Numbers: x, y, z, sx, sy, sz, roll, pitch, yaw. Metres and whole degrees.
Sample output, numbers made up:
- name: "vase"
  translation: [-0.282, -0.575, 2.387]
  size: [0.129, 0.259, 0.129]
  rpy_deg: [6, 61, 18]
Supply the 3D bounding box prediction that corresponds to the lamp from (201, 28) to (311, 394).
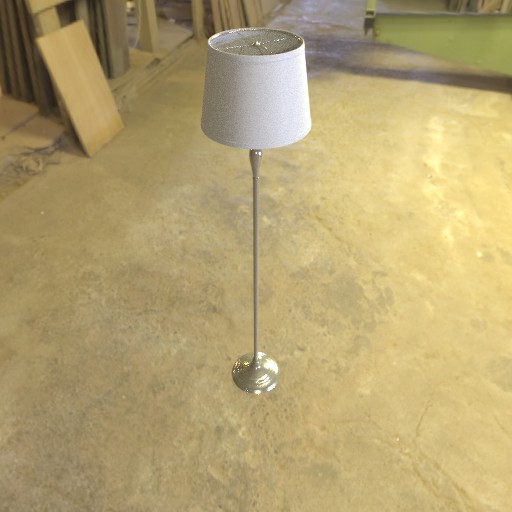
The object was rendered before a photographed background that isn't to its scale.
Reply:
- name: "lamp"
  translation: [0.000, 0.000, 1.663]
  size: [0.327, 1.506, 0.327]
  rpy_deg: [12, 43, 13]
